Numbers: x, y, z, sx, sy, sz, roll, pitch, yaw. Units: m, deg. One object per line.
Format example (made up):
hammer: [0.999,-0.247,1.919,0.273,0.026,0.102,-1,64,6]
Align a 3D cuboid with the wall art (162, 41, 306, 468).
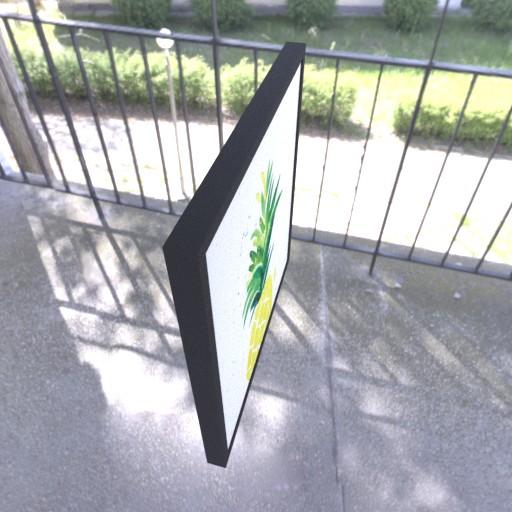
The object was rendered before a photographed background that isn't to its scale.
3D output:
wall art: [0.000,0.000,0.739,0.033,0.507,0.508,11,46,11]
